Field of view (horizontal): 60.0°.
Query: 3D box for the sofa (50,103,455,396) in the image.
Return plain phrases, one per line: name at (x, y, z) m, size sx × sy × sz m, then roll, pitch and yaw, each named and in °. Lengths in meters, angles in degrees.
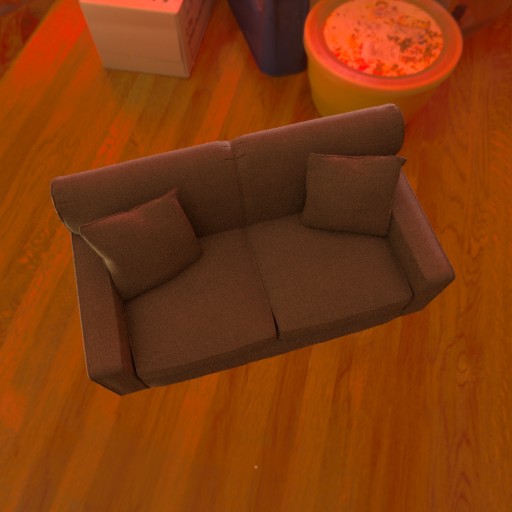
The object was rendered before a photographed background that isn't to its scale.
sofa at (0.000, 0.000, 2.438) m, size 1.846 × 0.958 × 1.000 m, roll -14°, pitch 65°, yaw -7°
